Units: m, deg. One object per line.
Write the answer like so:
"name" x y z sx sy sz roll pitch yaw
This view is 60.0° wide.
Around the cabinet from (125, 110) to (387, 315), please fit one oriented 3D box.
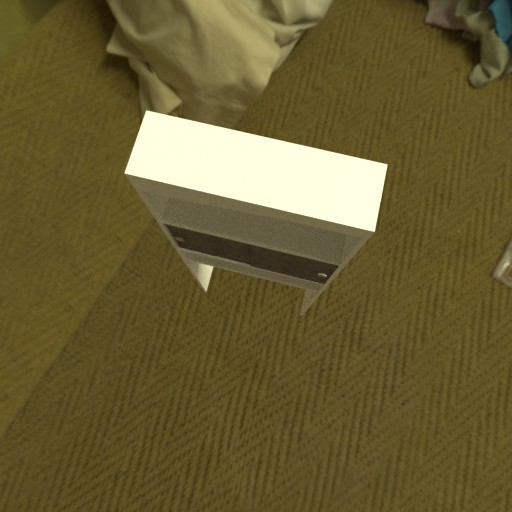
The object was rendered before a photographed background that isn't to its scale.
"cabinet" 0.000 0.000 1.984 0.643 1.770 0.192 14 76 3
